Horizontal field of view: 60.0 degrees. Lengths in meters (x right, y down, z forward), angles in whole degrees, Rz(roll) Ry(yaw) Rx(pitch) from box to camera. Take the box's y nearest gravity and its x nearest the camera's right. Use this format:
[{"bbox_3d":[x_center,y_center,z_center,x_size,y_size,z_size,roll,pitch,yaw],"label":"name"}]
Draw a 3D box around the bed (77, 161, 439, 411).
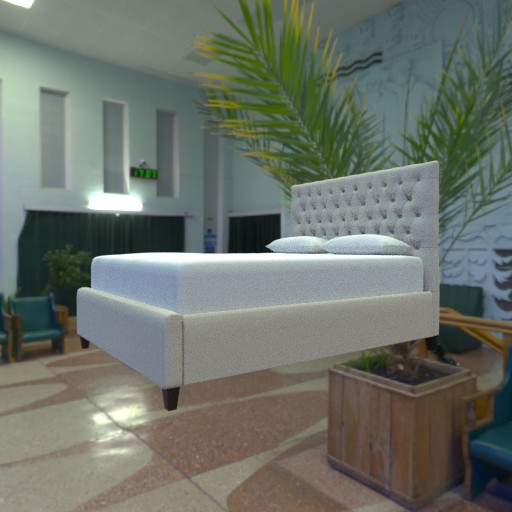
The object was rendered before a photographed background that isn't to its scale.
[{"bbox_3d":[0.000,0.000,3.383,2.233,1.426,1.696,-1,1,-35],"label":"bed"}]
